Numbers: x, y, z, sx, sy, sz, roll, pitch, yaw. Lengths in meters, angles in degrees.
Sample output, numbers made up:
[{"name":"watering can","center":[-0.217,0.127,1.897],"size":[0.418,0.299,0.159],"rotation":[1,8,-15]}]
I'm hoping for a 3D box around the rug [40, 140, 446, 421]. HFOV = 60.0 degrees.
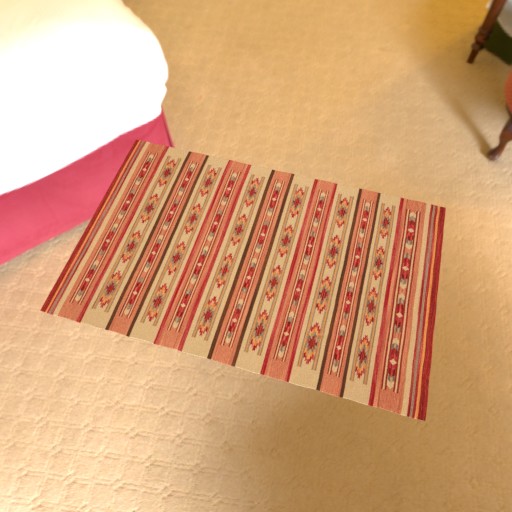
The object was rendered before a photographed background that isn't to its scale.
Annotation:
[{"name":"rug","center":[0.000,0.000,3.024],"size":[2.431,0.010,1.535],"rotation":[14,62,8]}]
